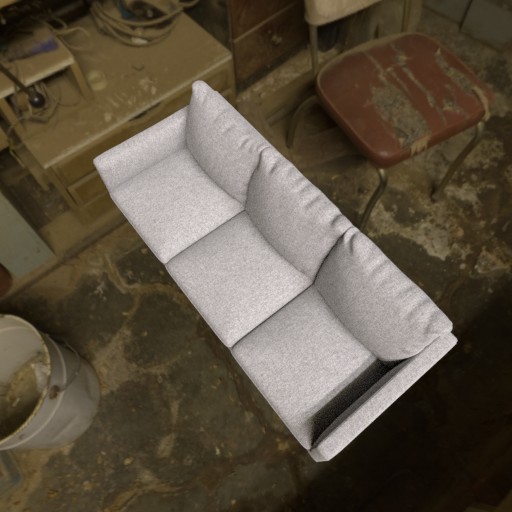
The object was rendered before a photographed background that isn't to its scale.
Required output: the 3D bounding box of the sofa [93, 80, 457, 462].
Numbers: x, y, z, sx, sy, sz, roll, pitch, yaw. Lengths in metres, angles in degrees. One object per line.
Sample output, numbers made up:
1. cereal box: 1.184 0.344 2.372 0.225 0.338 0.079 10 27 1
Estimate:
1. sofa: 0.000 0.000 2.439 0.850 0.830 2.000 -36 69 -16
